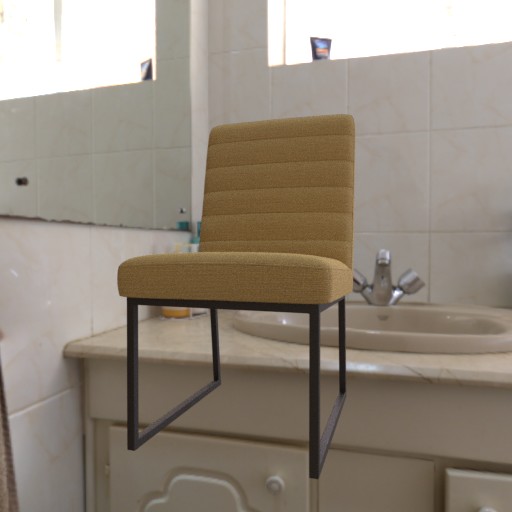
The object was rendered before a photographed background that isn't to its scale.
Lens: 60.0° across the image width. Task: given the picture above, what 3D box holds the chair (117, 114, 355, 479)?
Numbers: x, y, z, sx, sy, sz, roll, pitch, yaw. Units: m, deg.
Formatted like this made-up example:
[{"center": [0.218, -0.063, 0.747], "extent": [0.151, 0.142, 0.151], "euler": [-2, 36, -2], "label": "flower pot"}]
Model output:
[{"center": [0.000, 0.000, 1.278], "extent": [0.520, 0.930, 0.634], "euler": [0, 1, 17], "label": "chair"}]
